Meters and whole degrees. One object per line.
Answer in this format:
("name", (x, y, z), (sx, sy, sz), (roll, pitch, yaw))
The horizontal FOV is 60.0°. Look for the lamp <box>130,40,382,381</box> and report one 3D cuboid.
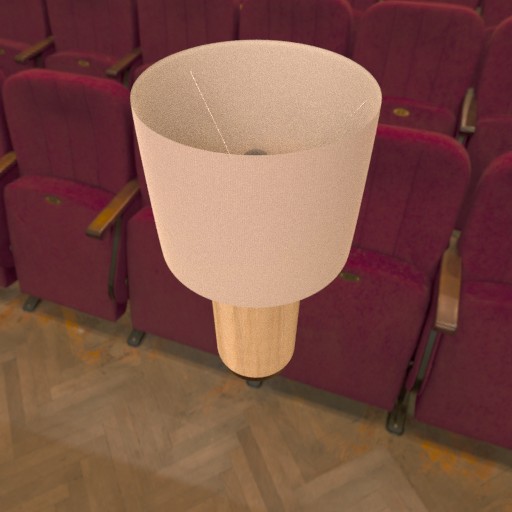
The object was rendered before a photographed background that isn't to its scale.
("lamp", (0.000, 0.000, 0.564), (0.228, 0.444, 0.228), (15, 48, 14))
